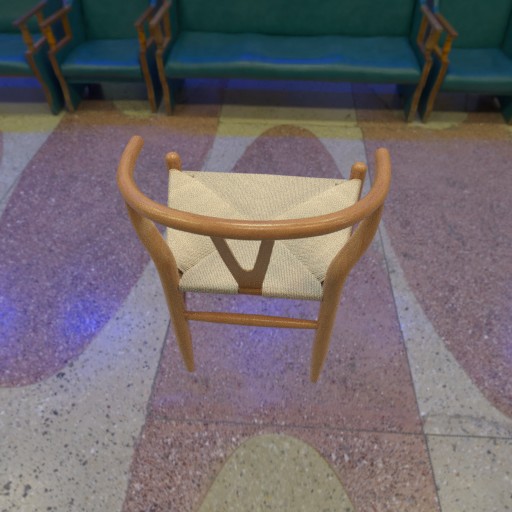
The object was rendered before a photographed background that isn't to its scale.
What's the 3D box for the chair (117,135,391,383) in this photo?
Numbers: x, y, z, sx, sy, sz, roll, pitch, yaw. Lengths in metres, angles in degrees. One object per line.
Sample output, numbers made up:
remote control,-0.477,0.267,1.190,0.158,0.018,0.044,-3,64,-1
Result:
chair,0.000,0.000,1.132,0.569,0.730,0.579,4,47,4
